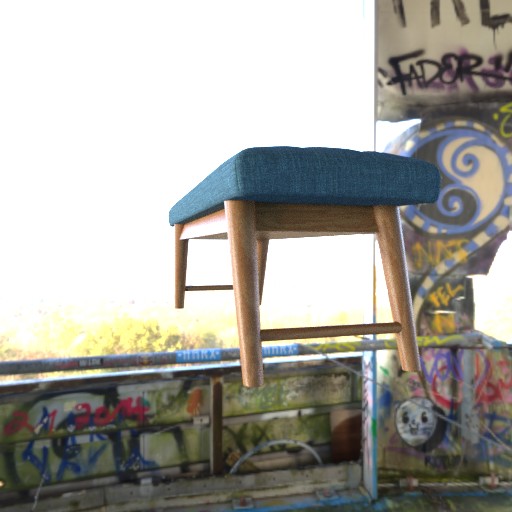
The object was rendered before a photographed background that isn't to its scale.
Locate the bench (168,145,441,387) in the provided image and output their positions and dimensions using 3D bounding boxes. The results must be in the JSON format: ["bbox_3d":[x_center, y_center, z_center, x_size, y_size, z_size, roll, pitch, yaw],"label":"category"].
[{"bbox_3d":[0.000,0.000,1.315,0.406,0.432,1.118,0,1,-17],"label":"bench"}]
